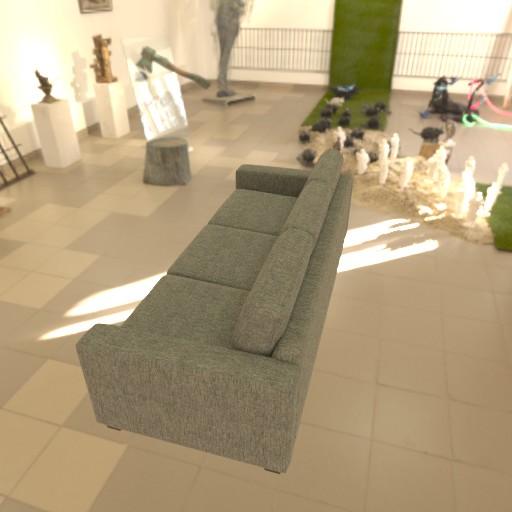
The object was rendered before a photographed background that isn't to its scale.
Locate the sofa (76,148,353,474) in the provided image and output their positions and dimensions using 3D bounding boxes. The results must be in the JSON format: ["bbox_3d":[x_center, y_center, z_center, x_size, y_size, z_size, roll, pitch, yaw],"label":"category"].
[{"bbox_3d":[0.000,0.000,2.607,0.900,0.800,2.160,9,32,14],"label":"sofa"}]
